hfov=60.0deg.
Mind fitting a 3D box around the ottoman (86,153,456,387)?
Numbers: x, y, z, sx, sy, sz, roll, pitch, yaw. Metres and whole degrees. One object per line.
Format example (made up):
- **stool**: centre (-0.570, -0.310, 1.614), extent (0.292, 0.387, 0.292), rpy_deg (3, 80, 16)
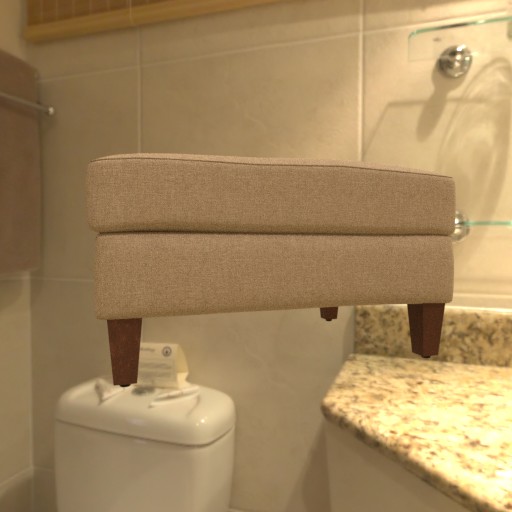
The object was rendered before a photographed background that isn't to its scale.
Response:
- **ottoman**: centre (0.000, 0.000, 1.300), extent (0.898, 0.519, 0.677), rpy_deg (-1, 2, -18)
